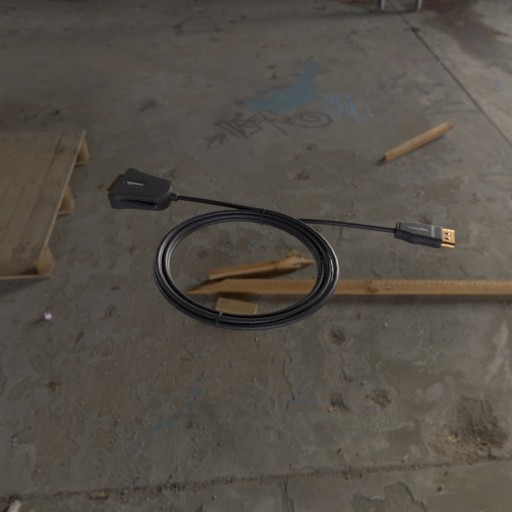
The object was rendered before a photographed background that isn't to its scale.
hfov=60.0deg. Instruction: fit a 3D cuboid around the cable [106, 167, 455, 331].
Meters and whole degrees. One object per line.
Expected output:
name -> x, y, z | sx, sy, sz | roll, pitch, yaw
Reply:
cable -> 0.000, 0.000, 0.326 | 0.281, 0.015, 0.136 | 12, 48, 11
